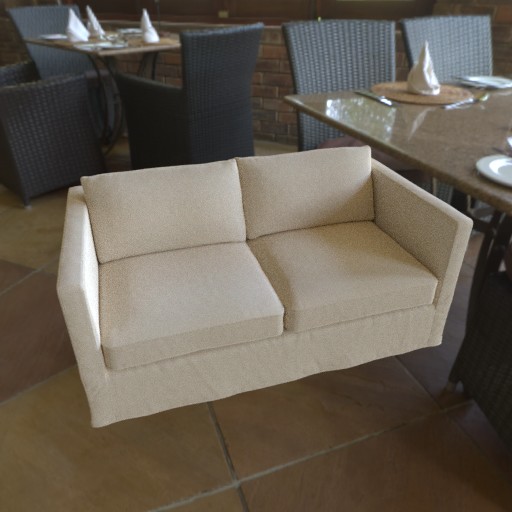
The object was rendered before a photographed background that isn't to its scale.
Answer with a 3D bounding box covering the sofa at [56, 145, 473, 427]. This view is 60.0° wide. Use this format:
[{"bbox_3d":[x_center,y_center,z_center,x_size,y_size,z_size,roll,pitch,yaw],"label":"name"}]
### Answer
[{"bbox_3d":[0.000,0.000,2.240,1.746,0.834,0.962,-9,32,-15],"label":"sofa"}]
